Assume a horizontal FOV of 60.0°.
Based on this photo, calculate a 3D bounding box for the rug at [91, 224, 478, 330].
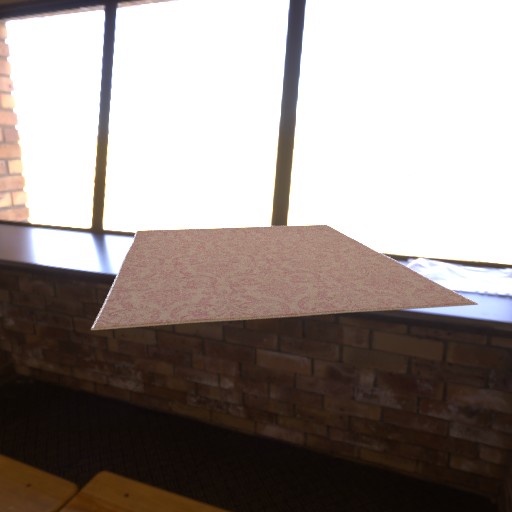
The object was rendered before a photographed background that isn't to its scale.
[{"bbox_3d":[0.000,0.000,4.052,2.363,0.012,2.980,-2,14,-10],"label":"rug"}]
